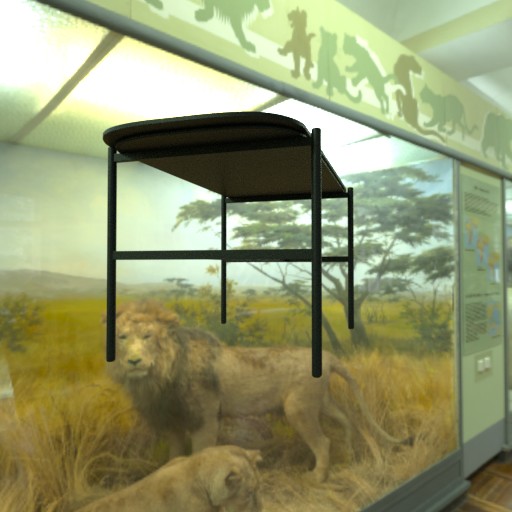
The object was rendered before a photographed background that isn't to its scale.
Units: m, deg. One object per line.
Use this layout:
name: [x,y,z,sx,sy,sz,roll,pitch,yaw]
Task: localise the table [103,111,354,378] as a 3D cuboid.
table: [0.000,0.000,1.040,0.400,0.400,0.800,0,-1,18]
